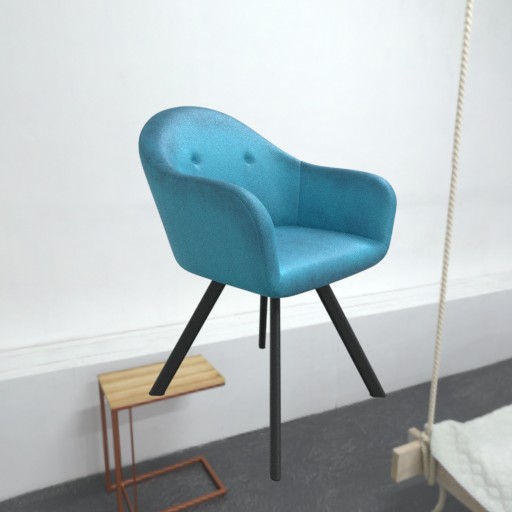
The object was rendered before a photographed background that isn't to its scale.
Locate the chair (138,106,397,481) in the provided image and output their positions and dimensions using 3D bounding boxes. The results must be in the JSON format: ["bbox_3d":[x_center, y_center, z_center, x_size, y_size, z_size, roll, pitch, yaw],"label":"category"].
[{"bbox_3d":[0.000,0.000,1.170,0.570,0.780,0.540,13,19,43],"label":"chair"}]
